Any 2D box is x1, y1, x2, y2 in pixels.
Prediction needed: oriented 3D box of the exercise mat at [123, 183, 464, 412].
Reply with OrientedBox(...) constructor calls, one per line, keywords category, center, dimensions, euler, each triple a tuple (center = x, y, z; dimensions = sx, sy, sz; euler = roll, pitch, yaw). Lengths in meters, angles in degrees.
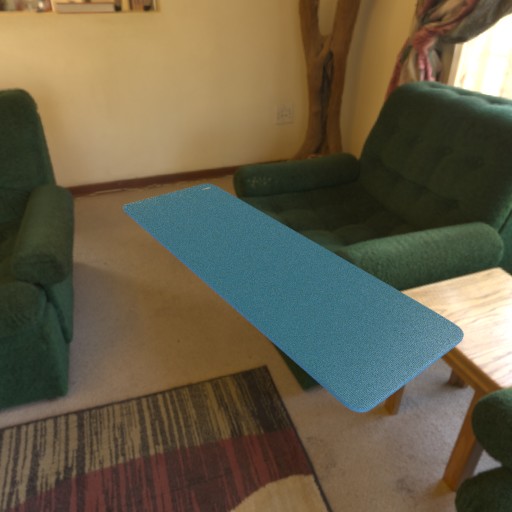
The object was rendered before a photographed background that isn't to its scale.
OrientedBox(category="exercise mat", center=(0.000, 0.000, 2.139), dimensions=(0.616, 0.021, 1.869), euler=(-21, 37, -31))
